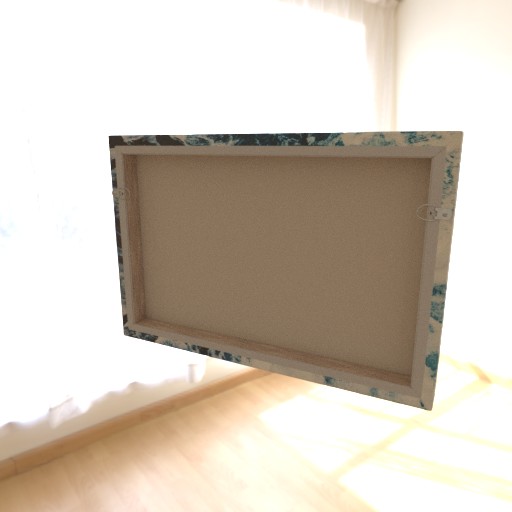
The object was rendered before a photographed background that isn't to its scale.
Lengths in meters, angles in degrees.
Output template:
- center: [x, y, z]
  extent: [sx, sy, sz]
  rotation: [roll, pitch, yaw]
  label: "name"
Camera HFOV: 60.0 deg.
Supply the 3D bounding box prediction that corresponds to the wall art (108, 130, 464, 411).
- center: [0.000, 0.000, 0.763]
  extent: [0.609, 0.407, 0.043]
  rotation: [7, 16, 26]
  label: "wall art"
